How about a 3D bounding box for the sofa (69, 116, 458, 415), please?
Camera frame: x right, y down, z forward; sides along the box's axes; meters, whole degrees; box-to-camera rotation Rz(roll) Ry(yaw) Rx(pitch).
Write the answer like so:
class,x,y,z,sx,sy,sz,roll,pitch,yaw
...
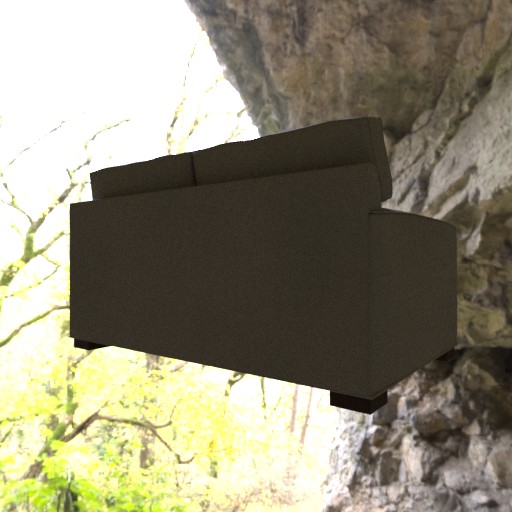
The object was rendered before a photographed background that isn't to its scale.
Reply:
class,x,y,z,sx,sy,sz,roll,pitch,yaw
sofa,0.000,0.000,1.984,1.484,0.853,0.940,0,0,37
